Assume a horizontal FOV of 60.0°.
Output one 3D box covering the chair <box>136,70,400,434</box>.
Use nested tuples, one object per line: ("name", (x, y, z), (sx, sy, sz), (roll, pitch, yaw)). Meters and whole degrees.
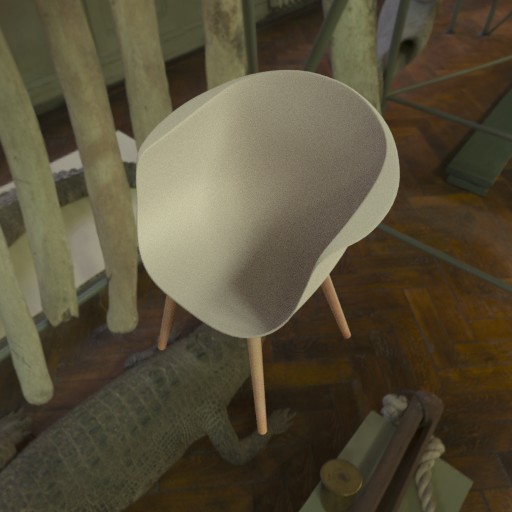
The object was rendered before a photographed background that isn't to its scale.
("chair", (0.000, 0.000, 1.158), (0.593, 0.781, 0.504), (31, 54, 27))
